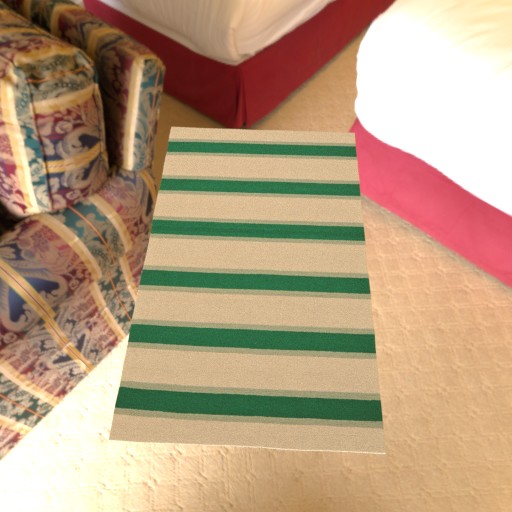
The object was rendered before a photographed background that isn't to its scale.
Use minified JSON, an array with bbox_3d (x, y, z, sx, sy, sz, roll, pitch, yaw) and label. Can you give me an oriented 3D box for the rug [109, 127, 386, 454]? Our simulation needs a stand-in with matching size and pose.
[{"bbox_3d":[0.000,0.000,3.038,1.521,0.015,2.436,2,59,1],"label":"rug"}]
